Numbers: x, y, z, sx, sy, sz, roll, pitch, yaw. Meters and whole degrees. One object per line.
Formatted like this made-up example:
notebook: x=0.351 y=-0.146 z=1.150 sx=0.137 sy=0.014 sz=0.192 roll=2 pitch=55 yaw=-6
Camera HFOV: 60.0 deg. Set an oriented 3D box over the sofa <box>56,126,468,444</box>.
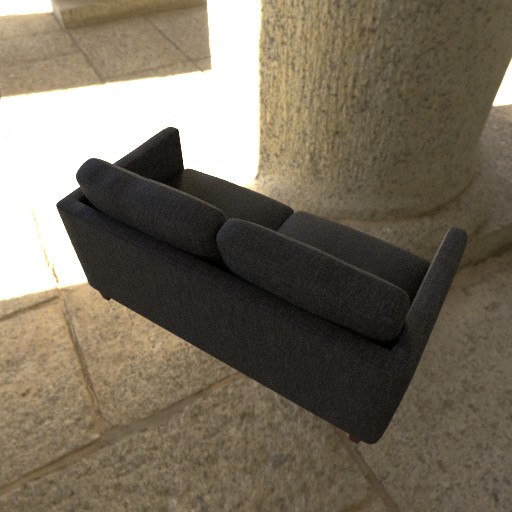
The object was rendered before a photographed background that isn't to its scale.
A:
sofa: x=0.000 y=0.000 z=2.388 sx=1.884 sy=0.963 sz=0.950 roll=24 pitch=51 yaw=21
